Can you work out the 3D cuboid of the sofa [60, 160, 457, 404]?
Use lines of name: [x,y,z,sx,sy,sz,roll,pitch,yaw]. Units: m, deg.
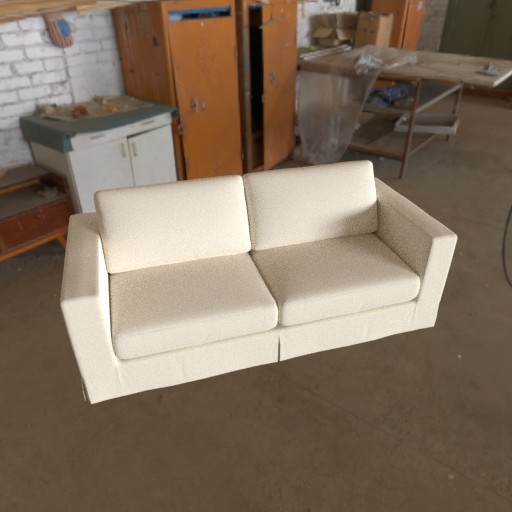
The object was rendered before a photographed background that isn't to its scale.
sofa: [0.000,0.000,2.742,2.163,0.881,0.954,-9,33,-14]
